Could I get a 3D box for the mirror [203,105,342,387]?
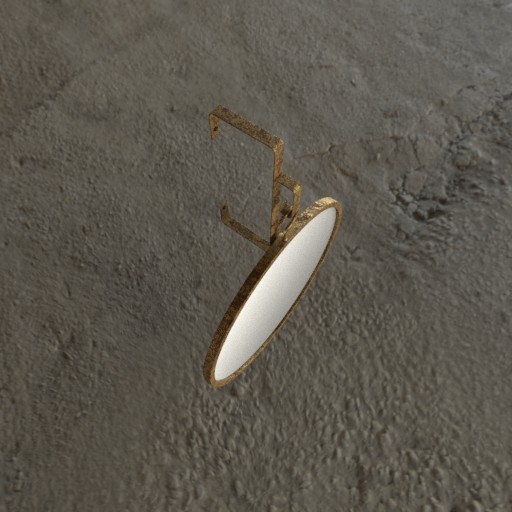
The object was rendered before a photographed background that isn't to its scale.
[{"bbox_3d":[0.000,0.000,0.844,0.144,0.651,0.447,34,66,17],"label":"mirror"}]
